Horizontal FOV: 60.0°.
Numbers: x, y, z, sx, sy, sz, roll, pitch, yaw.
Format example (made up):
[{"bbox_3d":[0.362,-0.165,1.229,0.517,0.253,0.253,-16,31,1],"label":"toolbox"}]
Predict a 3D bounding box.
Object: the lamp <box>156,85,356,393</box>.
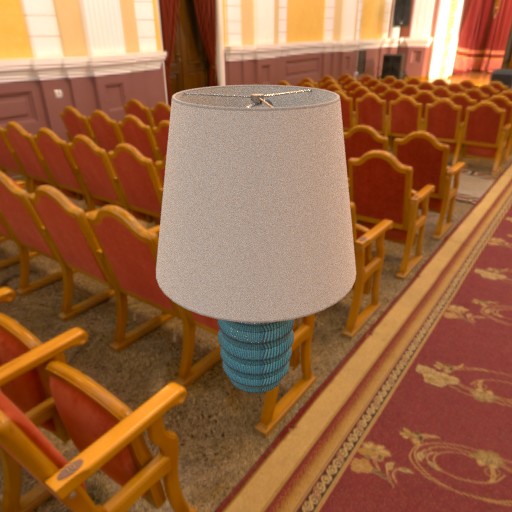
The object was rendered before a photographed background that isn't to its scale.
[{"bbox_3d":[0.000,0.000,0.568,0.254,0.392,0.254,0,27,0],"label":"lamp"}]
